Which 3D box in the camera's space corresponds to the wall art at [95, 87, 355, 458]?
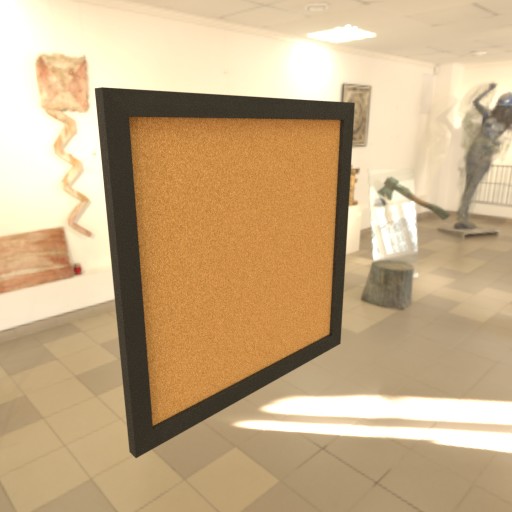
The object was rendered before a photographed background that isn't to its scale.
[{"bbox_3d":[0.000,0.000,1.504,1.016,1.016,0.038,-15,22,-42],"label":"wall art"}]
